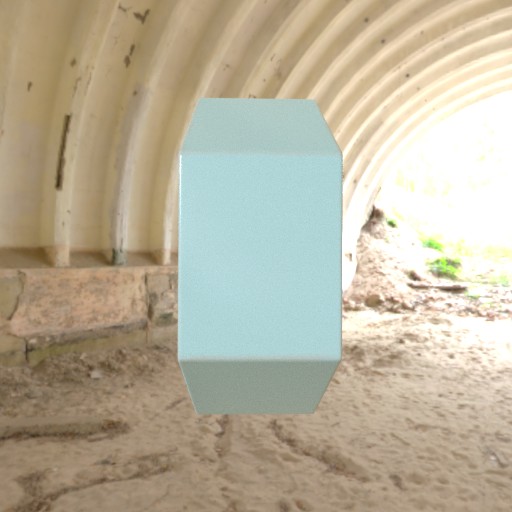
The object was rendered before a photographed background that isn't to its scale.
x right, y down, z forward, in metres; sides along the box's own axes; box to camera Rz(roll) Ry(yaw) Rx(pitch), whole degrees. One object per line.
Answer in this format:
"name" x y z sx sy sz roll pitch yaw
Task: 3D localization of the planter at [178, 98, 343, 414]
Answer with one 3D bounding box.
"planter" 0.000 0.000 0.291 0.078 0.207 0.169 0 0 -1
